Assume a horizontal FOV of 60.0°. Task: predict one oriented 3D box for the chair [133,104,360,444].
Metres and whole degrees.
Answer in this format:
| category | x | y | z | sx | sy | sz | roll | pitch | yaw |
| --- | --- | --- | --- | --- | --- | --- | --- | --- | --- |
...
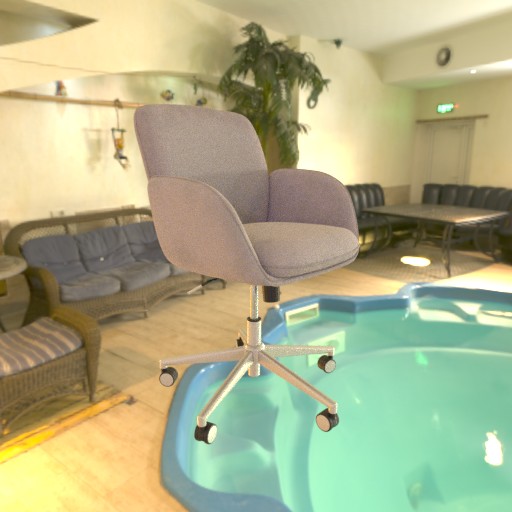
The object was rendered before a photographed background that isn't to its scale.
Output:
| category | x | y | z | sx | sy | sz | roll | pitch | yaw |
| --- | --- | --- | --- | --- | --- | --- | --- | --- | --- |
| chair | 0.000 | 0.000 | 1.418 | 0.654 | 0.959 | 0.648 | 13 | 18 | 43 |
